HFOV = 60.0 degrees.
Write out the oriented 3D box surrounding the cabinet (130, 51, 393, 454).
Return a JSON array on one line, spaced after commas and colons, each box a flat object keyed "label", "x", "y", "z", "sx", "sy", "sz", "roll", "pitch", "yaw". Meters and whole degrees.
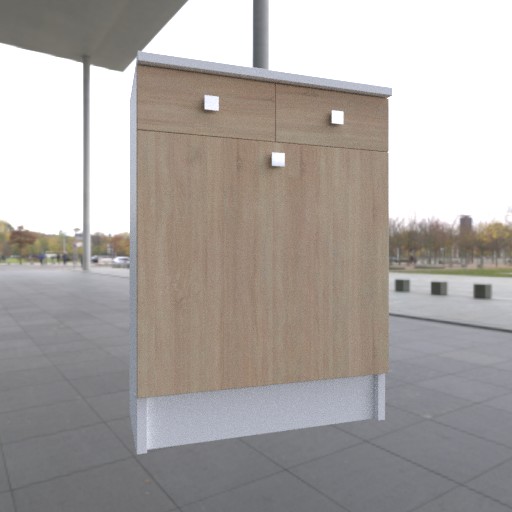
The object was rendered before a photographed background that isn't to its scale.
[{"label": "cabinet", "x": 0.000, "y": 0.000, "z": 1.115, "sx": 0.600, "sy": 0.815, "sz": 0.296, "roll": 0, "pitch": 0, "yaw": -19}]
